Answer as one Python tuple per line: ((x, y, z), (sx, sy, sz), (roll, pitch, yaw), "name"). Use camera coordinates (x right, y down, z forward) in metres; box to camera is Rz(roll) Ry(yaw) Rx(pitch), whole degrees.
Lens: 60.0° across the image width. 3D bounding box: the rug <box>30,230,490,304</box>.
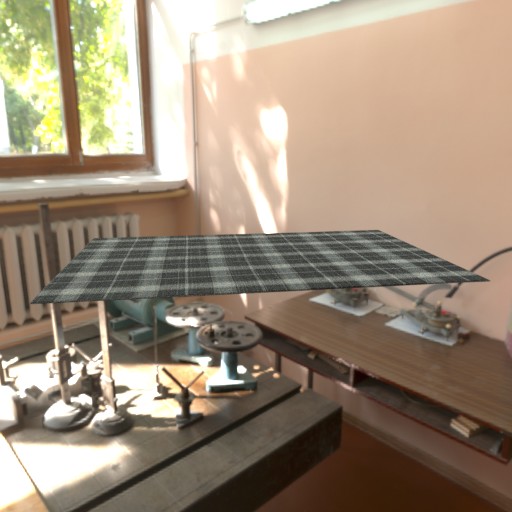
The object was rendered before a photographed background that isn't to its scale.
((0.000, 0.000, 3.026), (2.434, 0.015, 1.520), (-2, 14, -8), "rug")
